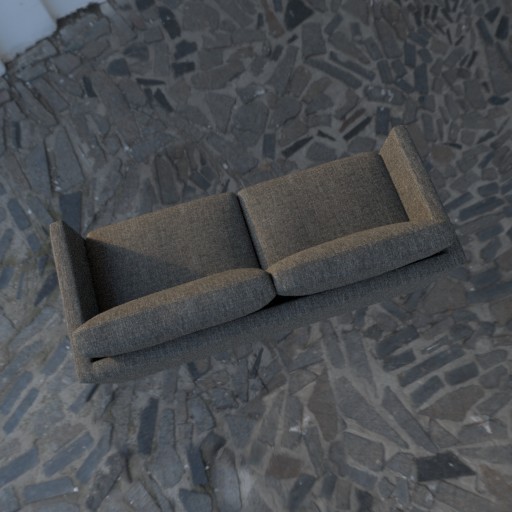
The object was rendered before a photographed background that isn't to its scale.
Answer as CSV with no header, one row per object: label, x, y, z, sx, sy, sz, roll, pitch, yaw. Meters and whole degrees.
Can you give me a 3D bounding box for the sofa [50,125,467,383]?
sofa,0.000,0.000,2.741,2.208,0.960,0.948,-17,75,-5
